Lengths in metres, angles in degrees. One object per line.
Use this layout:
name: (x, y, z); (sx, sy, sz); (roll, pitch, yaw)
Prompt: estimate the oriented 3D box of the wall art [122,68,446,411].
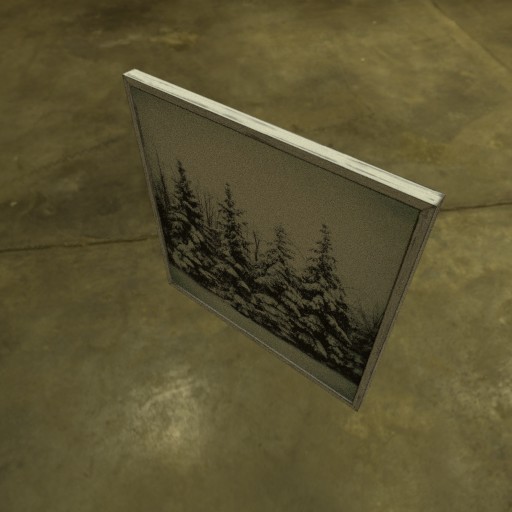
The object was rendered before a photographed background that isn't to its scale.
wall art: (0.000, 0.000, 1.153); (0.761, 0.761, 0.037); (30, 53, 25)
